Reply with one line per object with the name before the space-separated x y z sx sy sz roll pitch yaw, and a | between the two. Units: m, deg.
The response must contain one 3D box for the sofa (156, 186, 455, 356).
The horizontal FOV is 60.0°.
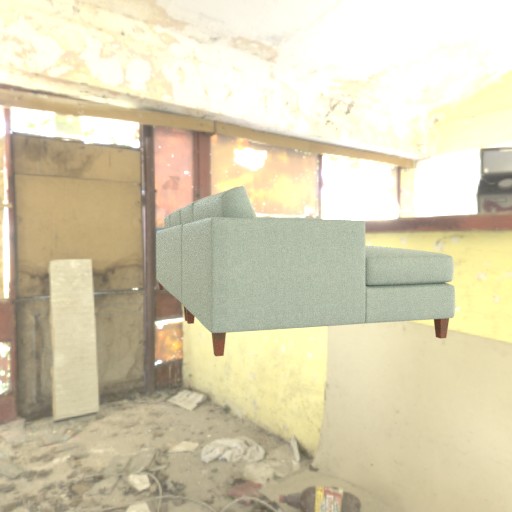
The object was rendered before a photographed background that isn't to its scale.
sofa | 0.000 0.000 4.202 1.600 0.953 3.470 -1 2 -17
